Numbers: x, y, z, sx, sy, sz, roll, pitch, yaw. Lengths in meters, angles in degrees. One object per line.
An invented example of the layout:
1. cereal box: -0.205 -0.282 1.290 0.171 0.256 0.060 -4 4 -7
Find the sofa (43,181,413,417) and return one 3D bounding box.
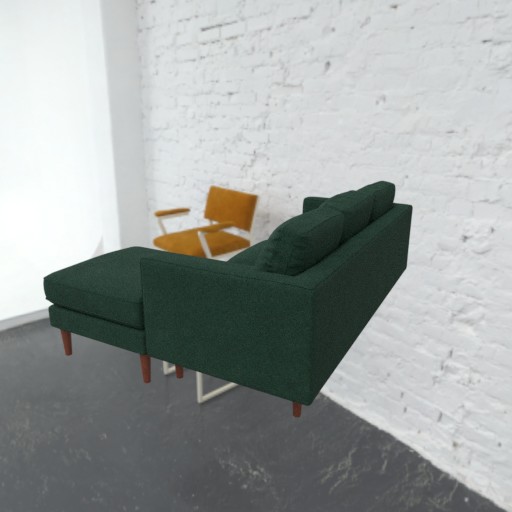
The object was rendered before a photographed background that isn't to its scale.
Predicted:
1. sofa: 0.000 0.000 2.893 1.580 0.899 2.030 9 19 27
